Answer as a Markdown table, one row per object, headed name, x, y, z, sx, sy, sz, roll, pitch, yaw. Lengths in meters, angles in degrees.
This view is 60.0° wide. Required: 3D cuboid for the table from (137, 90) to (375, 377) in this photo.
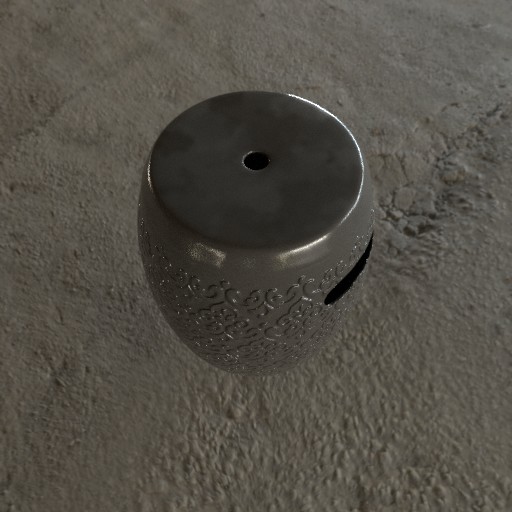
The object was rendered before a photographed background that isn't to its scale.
| name | x | y | z | sx | sy | sz | roll | pitch | yaw |
| --- | --- | --- | --- | --- | --- | --- | --- | --- | --- |
| table | 0.000 | 0.000 | 0.640 | 0.309 | 0.397 | 0.309 | 0 | 59 | 0 |
